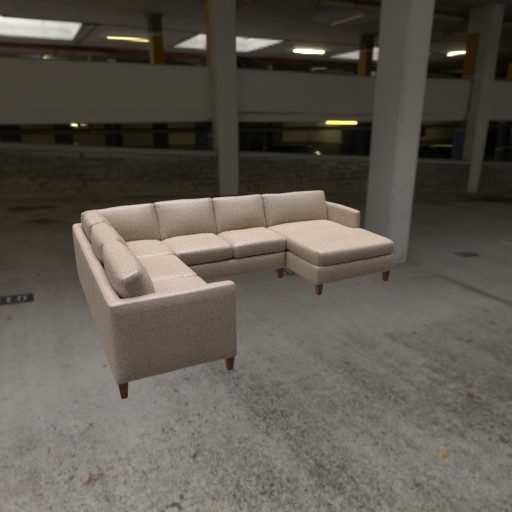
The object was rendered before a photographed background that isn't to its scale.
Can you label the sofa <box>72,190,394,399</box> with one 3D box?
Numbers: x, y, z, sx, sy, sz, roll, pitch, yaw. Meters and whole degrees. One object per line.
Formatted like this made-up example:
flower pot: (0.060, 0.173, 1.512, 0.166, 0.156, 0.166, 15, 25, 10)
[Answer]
sofa: (0.000, 0.000, 4.790, 3.460, 0.961, 2.594, -9, 20, -25)
